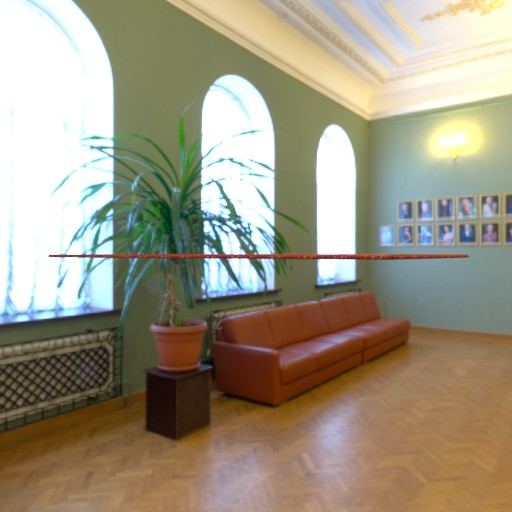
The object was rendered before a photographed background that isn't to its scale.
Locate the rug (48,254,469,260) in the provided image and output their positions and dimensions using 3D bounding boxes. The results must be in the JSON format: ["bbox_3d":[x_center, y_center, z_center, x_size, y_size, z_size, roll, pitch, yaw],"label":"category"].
[{"bbox_3d":[0.000,0.000,2.309,1.835,0.018,1.230,0,0,35],"label":"rug"}]
